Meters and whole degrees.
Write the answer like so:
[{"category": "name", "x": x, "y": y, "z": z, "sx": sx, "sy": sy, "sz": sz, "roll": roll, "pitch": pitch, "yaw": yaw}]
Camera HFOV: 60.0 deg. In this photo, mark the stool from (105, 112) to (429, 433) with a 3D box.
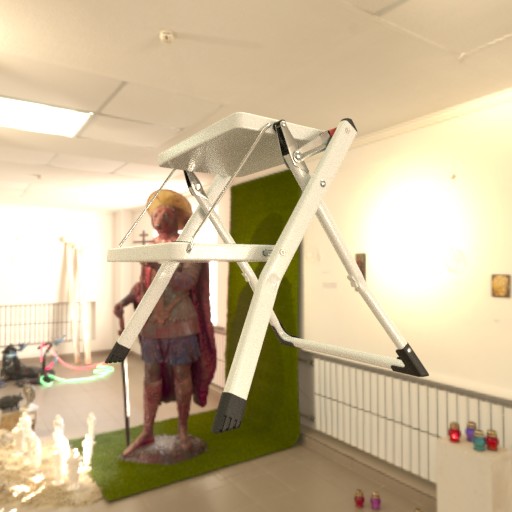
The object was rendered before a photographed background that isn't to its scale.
[{"category": "stool", "x": 0.000, "y": 0.000, "z": 0.862, "sx": 0.490, "sy": 0.445, "sz": 0.485, "roll": 1, "pitch": -2, "yaw": -34}]
